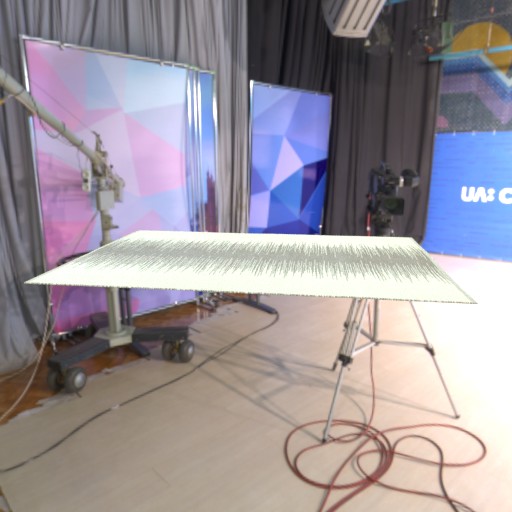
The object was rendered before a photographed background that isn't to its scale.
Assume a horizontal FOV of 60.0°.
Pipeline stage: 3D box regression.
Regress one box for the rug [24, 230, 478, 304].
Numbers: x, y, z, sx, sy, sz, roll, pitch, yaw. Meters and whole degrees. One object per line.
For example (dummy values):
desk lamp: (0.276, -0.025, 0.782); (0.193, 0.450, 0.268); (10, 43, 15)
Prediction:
rug: (0.000, 0.000, 2.326); (1.815, 0.007, 1.226); (2, 14, 8)
